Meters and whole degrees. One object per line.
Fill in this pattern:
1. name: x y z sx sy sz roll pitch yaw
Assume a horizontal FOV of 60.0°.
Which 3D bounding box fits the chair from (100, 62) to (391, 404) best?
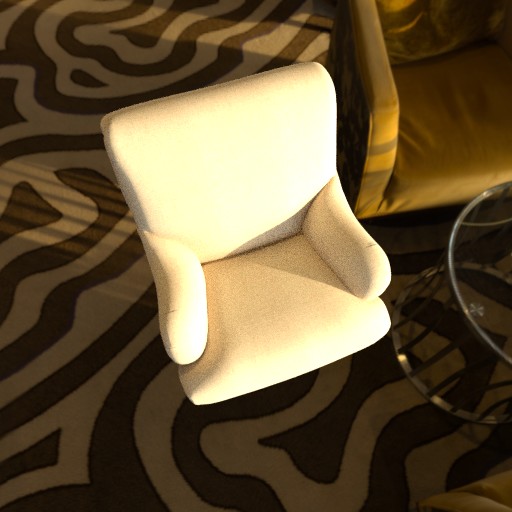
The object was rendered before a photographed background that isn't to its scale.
1. chair: 0.000 0.000 1.596 0.766 0.944 0.842 -18 64 -9
